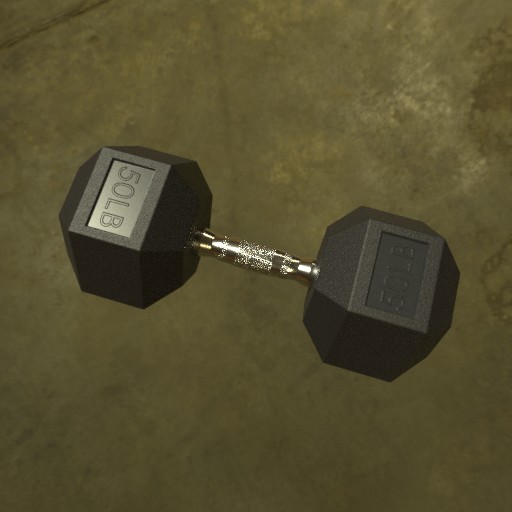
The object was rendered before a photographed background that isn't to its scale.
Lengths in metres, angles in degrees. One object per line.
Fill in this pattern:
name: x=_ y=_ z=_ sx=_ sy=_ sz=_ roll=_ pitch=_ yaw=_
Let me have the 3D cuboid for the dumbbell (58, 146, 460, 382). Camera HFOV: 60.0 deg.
dumbbell: x=0.000 y=0.000 z=0.466 sx=0.384 sy=0.150 sz=0.173 roll=16 pitch=76 yaw=4
